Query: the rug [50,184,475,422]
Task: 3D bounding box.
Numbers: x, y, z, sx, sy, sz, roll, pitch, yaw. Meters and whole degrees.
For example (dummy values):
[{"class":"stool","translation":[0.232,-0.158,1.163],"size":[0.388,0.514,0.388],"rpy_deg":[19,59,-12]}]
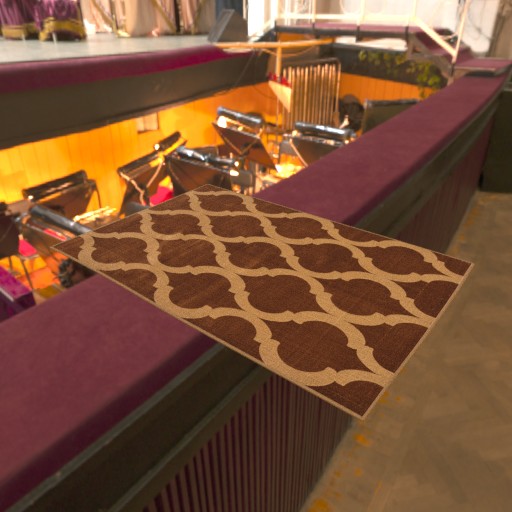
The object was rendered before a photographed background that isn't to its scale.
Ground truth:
[{"class":"rug","translation":[0.000,0.000,2.841],"size":[2.290,0.014,1.526],"rpy_deg":[21,36,32]}]
